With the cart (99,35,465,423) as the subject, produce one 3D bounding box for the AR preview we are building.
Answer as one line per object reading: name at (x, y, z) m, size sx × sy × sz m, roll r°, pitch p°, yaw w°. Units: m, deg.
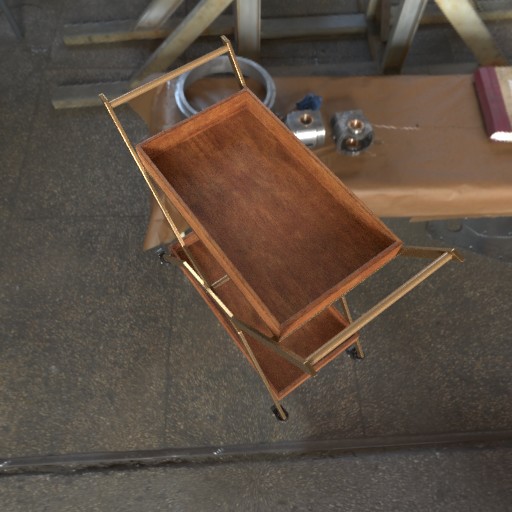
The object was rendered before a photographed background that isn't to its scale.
cart at (0.000, 0.000, 1.332) m, size 0.405 × 0.869 × 0.836 m, roll -33°, pitch 68°, yaw -15°
